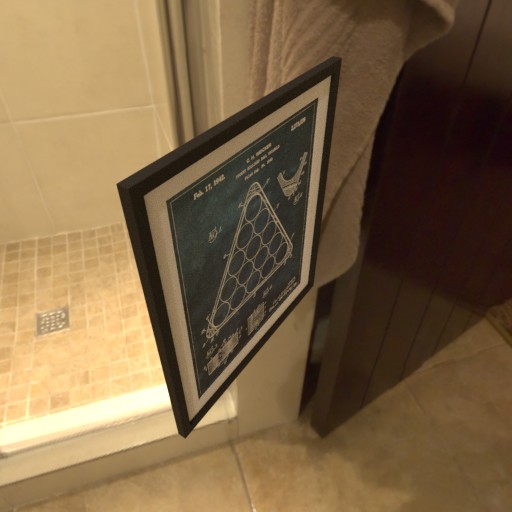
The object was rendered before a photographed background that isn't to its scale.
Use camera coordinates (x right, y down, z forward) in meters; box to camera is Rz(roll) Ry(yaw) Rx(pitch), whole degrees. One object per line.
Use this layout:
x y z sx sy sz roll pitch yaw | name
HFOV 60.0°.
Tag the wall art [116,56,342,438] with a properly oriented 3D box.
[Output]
0.000 0.000 1.235 0.028 0.863 0.755 25 48 25 | wall art
